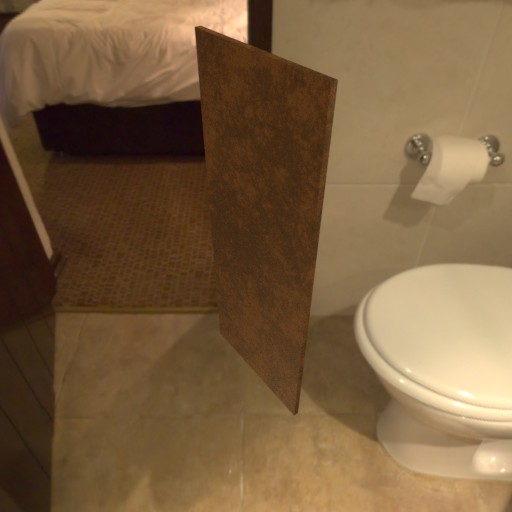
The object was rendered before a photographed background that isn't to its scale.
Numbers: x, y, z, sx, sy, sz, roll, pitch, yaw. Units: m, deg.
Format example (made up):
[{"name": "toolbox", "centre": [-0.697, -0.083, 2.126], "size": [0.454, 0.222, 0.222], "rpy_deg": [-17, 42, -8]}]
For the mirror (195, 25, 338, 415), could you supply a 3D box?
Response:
[{"name": "mirror", "centre": [0.000, 0.000, 2.309], "size": [0.032, 2.031, 0.812], "rpy_deg": [-27, 48, -27]}]
